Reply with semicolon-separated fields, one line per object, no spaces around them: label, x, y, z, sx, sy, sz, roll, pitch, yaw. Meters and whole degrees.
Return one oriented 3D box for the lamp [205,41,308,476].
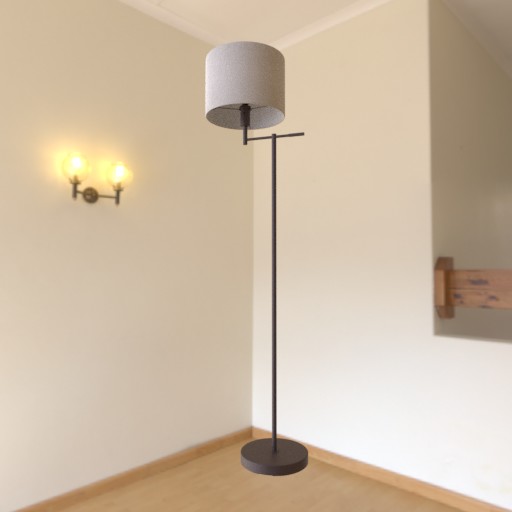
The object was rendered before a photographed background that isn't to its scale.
lamp;0.000;0.000;1.781;0.416;1.600;0.324;-1;-2;19
